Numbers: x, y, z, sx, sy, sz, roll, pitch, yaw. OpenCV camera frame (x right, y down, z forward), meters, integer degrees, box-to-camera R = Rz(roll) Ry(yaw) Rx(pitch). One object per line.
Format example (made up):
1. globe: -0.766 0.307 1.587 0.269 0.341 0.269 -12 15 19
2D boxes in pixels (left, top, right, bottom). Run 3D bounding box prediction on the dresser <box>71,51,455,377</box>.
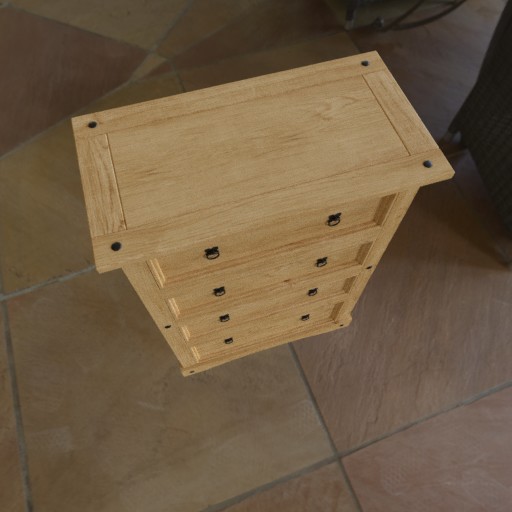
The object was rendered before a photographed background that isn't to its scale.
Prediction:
1. dresser: 0.000 0.000 1.747 0.915 1.300 0.485 -16 64 -8
